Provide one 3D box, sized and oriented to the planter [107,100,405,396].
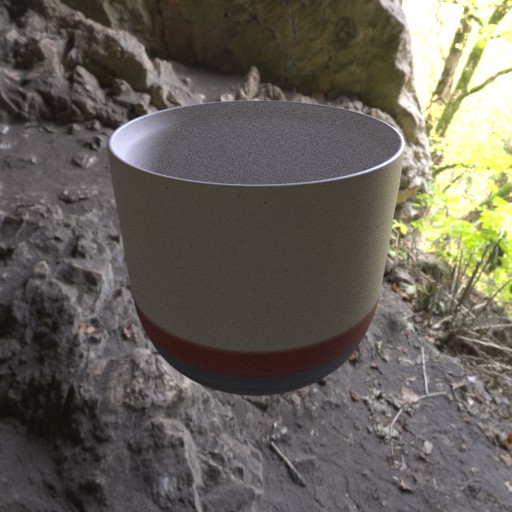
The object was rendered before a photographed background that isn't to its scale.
[{"bbox_3d":[0.000,0.000,0.480,0.268,0.270,0.268,0,31,0],"label":"planter"}]
